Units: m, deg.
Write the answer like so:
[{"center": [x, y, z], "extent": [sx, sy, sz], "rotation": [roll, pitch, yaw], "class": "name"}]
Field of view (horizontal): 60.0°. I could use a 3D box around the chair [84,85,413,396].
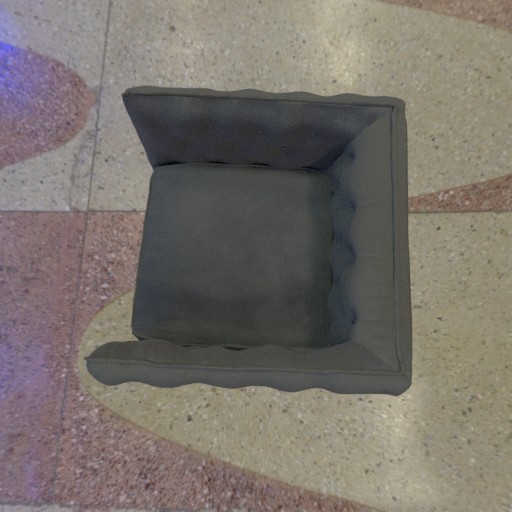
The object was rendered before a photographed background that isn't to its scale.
[{"center": [0.000, 0.000, 1.646], "extent": [0.913, 0.807, 0.946], "rotation": [3, 76, 1], "class": "chair"}]
